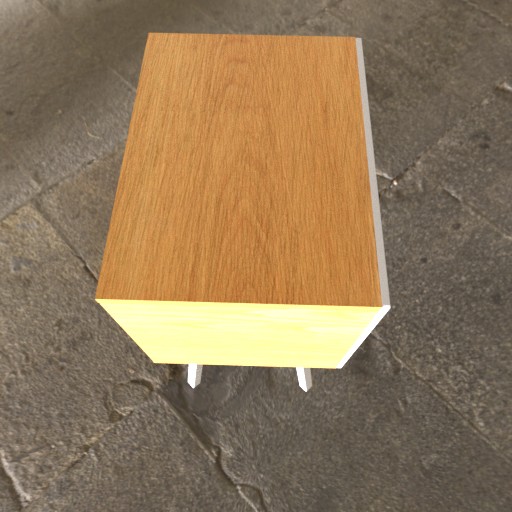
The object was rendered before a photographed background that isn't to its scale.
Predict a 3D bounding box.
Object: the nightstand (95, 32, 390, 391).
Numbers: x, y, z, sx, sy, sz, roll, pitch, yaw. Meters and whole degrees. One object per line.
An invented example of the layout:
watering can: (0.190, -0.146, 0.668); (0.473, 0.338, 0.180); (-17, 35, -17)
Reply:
nightstand: (0.000, 0.000, 0.807); (0.316, 0.601, 0.400); (2, 64, 1)
